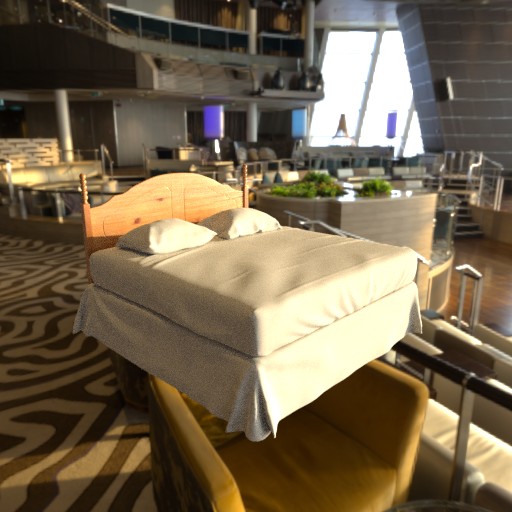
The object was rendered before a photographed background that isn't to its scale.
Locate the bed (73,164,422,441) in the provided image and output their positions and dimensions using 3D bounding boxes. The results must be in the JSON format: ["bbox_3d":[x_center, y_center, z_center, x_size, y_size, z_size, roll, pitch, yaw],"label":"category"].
[{"bbox_3d":[0.000,0.000,3.714,2.219,1.355,2.322,14,20,42],"label":"bed"}]
